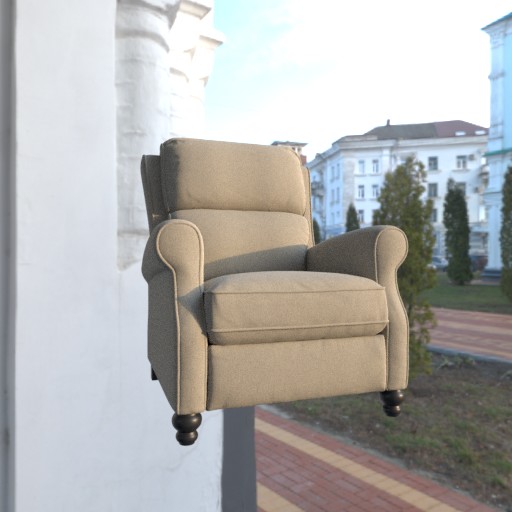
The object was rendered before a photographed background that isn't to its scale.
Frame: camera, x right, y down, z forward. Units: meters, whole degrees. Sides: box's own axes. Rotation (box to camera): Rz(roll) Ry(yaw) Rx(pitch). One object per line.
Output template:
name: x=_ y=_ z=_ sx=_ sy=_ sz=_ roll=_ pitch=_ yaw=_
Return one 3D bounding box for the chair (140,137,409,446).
chair: x=0.000 y=0.000 z=1.713 sx=0.859 sy=1.046 sz=0.919 roll=0 pitch=0 yaw=-19
